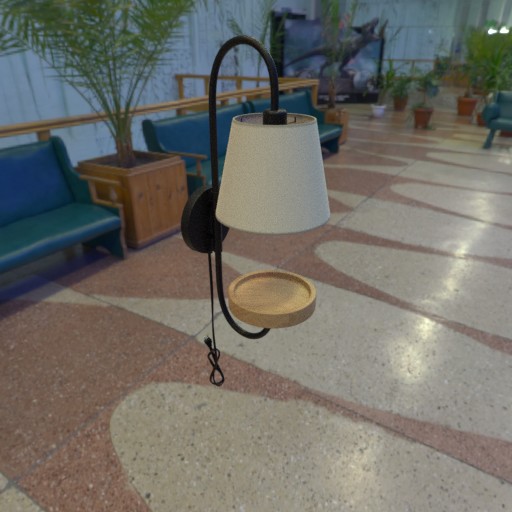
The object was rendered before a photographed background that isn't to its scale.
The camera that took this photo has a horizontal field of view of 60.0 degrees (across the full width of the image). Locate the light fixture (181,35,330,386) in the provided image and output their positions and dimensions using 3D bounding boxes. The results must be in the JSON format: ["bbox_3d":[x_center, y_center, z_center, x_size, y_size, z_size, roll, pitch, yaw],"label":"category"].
[{"bbox_3d":[0.000,0.000,0.920,0.299,0.821,0.220,17,30,31],"label":"light fixture"}]
